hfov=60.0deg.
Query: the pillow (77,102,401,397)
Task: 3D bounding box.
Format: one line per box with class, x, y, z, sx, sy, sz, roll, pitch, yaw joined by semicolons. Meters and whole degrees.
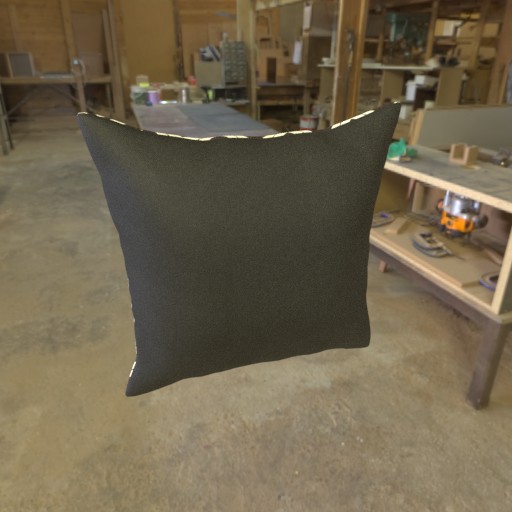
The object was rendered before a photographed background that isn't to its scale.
pillow;0.000;0.000;0.766;0.504;0.494;0.188;-8;26;-16
